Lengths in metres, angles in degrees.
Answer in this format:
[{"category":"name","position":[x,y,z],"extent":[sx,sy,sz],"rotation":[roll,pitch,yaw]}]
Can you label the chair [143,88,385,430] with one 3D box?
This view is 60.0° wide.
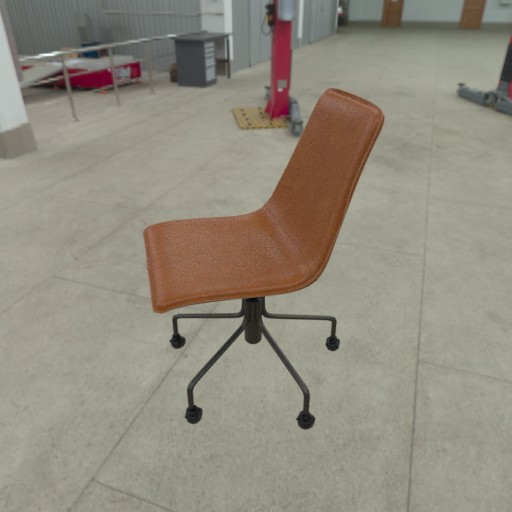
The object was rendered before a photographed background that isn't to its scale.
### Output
[{"category":"chair","position":[0.000,0.000,1.375],"extent":[0.660,0.920,0.651],"rotation":[-8,32,-13]}]
